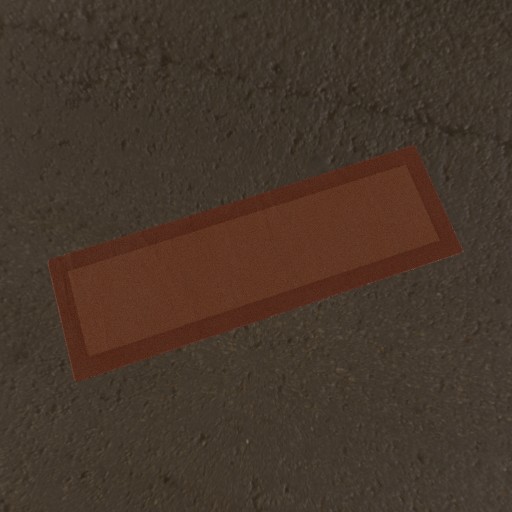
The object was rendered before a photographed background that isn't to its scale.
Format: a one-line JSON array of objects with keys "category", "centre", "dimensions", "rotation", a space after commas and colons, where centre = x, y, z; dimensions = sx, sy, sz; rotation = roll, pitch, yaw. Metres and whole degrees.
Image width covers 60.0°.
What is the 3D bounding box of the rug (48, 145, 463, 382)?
[{"category": "rug", "centre": [0.000, 0.000, 2.700], "dimensions": [2.471, 0.013, 0.914], "rotation": [-22, 77, -5]}]
